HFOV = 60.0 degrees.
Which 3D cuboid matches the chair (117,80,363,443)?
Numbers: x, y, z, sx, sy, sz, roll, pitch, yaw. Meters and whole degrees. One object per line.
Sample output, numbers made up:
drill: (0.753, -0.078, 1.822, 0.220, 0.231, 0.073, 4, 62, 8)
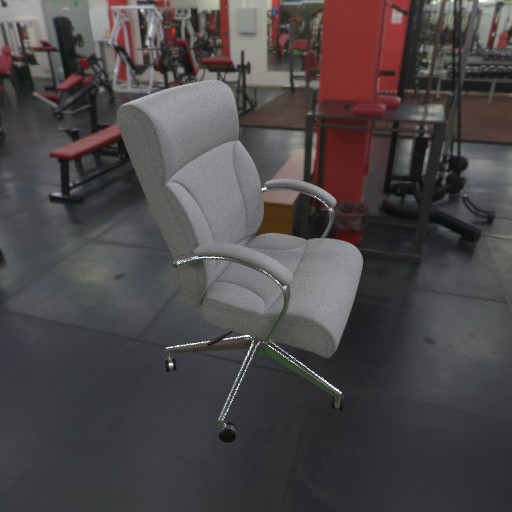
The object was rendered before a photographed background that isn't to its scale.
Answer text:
chair: (0.000, 0.000, 1.570, 0.745, 1.099, 0.727, 10, 30, 18)
